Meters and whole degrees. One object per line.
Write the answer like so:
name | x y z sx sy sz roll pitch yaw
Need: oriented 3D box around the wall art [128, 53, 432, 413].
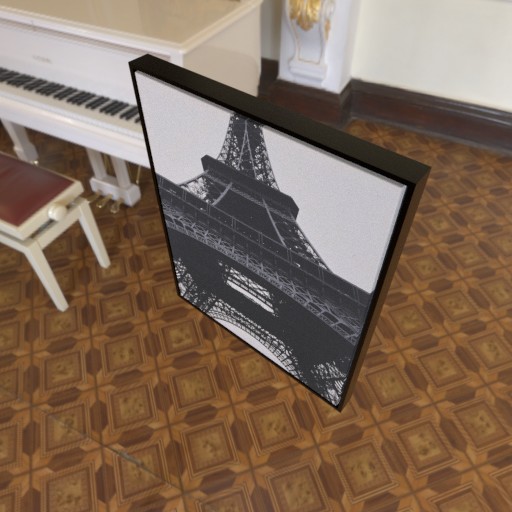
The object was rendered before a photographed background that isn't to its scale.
wall art | 0.000 0.000 0.760 0.451 0.553 0.039 31 54 26
